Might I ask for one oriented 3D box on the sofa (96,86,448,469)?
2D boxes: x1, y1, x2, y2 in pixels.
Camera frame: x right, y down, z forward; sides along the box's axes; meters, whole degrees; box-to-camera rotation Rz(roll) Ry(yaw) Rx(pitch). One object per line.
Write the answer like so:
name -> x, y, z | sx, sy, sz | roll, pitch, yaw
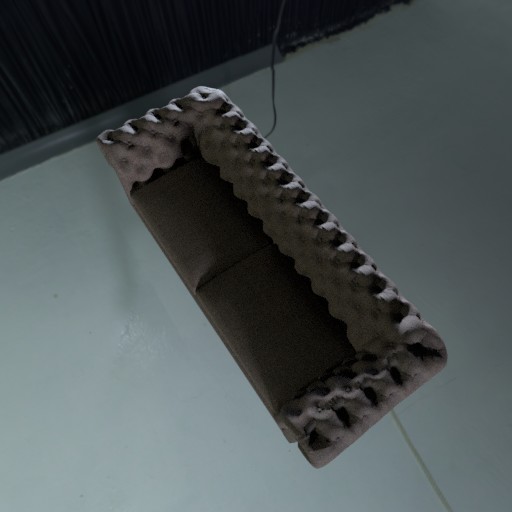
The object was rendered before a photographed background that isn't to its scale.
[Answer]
sofa -> 0.000, 0.000, 2.846 | 0.944, 0.787, 2.385 | -32, 68, -14
